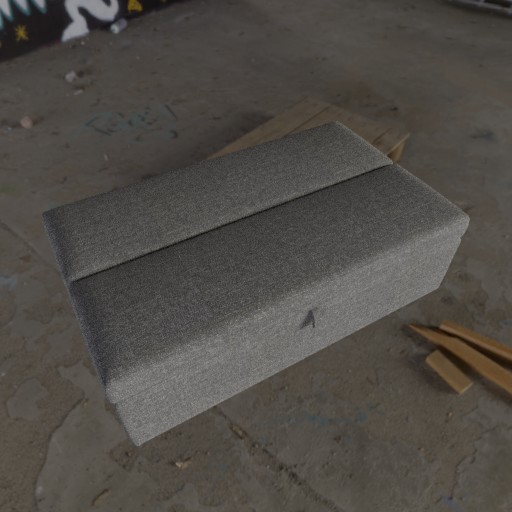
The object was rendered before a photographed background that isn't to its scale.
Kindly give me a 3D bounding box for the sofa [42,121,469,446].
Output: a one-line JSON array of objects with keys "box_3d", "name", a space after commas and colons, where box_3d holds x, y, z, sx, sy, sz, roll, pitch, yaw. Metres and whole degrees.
[{"box_3d": [0.000, 0.000, 1.565, 1.198, 0.417, 0.782, -22, 50, -20], "name": "sofa"}]
